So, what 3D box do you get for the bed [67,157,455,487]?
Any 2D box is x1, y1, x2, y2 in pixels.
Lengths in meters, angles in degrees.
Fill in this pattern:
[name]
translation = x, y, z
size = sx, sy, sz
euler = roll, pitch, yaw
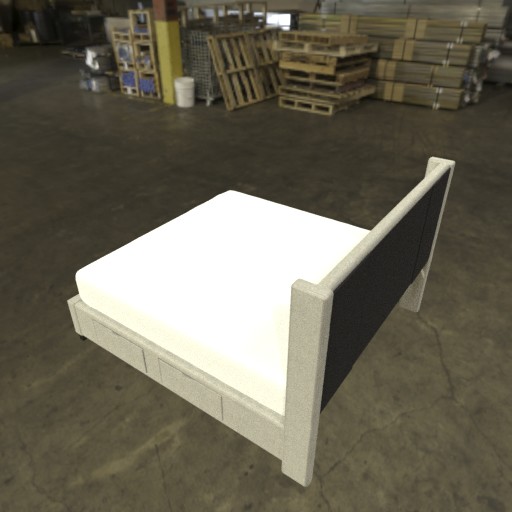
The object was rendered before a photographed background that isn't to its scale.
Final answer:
[bed]
translation = 0.000, 0.000, 3.627
size = 2.280, 1.470, 2.140
euler = 21, 37, 29
